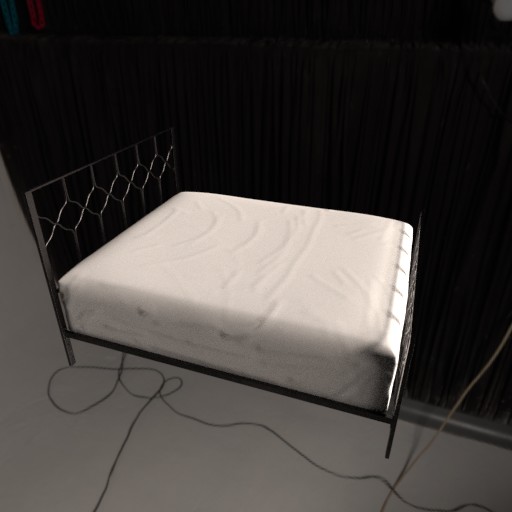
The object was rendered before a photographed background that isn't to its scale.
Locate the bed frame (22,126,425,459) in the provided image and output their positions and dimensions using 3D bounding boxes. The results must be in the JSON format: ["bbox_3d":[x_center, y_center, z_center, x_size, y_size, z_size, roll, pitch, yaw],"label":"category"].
[{"bbox_3d":[0.000,0.000,2.997,2.063,1.222,1.597,10,31,17],"label":"bed frame"}]
